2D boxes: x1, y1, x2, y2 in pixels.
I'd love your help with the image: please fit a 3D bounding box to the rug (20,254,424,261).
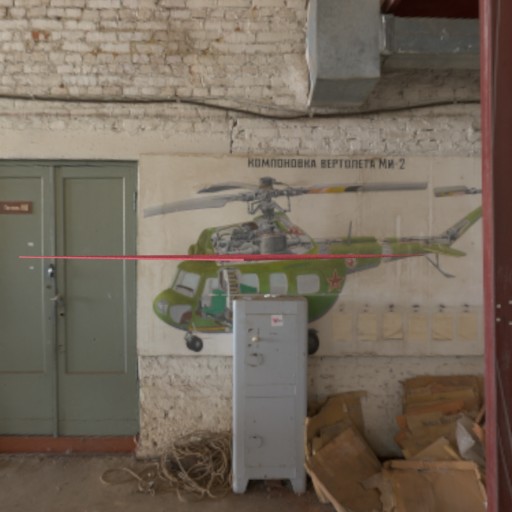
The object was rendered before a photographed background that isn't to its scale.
[{"bbox_3d":[0.000,0.000,2.293,1.209,0.008,1.814,0,1,35],"label":"rug"}]
